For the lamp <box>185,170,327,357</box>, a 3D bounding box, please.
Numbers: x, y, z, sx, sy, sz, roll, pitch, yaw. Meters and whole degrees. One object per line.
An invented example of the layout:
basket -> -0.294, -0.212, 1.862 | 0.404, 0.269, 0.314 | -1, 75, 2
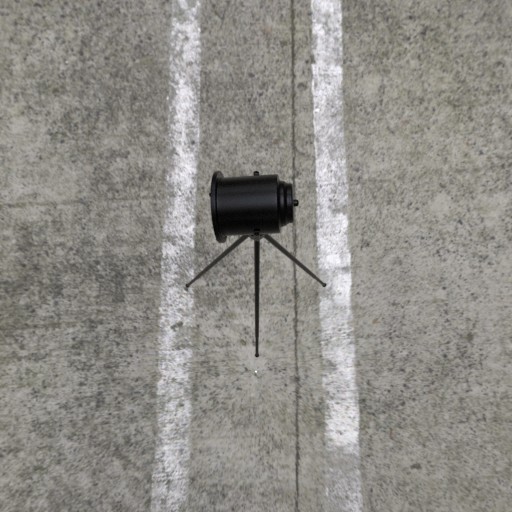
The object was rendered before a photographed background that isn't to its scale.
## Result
lamp -> 0.000, 0.000, 2.068 | 0.884, 1.504, 0.879 | 0, 75, 0
